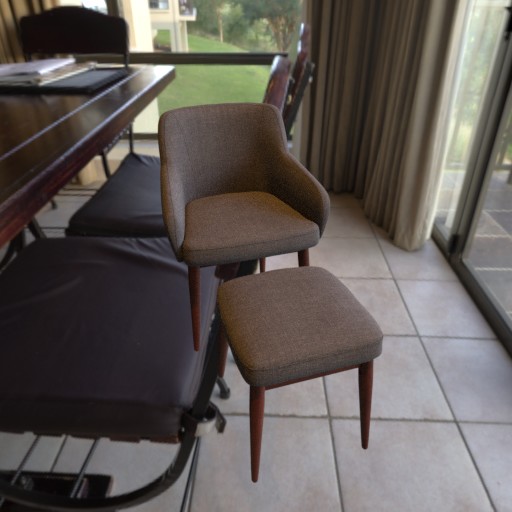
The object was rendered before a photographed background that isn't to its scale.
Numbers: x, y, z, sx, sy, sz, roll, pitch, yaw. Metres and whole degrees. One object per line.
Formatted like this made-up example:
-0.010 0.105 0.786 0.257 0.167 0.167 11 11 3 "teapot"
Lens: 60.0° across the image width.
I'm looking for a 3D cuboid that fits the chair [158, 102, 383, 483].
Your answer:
0.000 0.000 1.535 0.584 0.799 1.107 -9 33 -15 "chair"
